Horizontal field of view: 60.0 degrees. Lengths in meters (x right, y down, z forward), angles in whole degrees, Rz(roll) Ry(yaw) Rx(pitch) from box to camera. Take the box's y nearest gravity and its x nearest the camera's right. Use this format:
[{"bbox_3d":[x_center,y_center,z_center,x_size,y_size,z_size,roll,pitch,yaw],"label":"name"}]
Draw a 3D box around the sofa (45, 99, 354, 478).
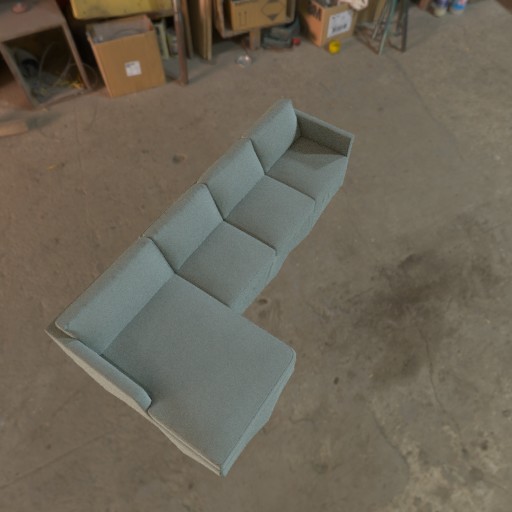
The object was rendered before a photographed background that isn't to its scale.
[{"bbox_3d":[0.000,0.000,3.945,1.650,0.922,3.205,30,62,18],"label":"sofa"}]
